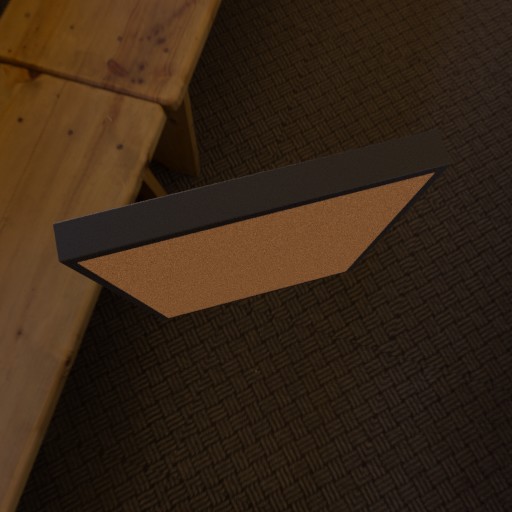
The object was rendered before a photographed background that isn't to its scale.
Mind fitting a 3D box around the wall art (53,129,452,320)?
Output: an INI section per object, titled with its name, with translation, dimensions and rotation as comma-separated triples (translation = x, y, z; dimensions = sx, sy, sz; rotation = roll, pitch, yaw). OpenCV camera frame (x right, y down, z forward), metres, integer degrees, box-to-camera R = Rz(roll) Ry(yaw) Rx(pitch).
[wall art]
translation = 0.000, 0.000, 0.503
dimensions = 0.294, 0.369, 0.030
rotation = -14, 76, -4
